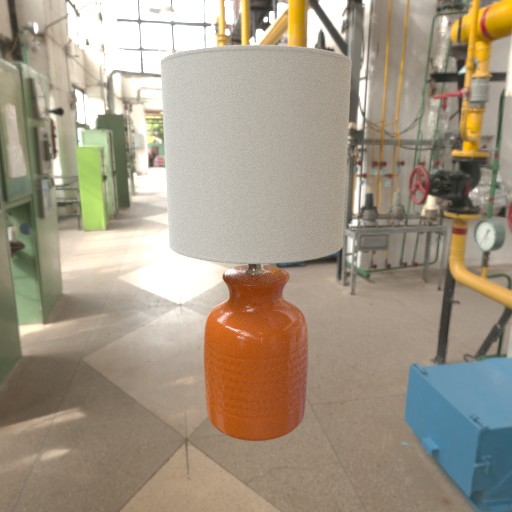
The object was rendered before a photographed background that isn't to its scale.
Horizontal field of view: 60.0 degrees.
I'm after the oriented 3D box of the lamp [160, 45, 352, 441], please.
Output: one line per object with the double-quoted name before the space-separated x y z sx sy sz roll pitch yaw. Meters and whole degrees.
"lamp" 0.000 0.000 1.089 0.418 0.871 0.418 -2 14 -9
